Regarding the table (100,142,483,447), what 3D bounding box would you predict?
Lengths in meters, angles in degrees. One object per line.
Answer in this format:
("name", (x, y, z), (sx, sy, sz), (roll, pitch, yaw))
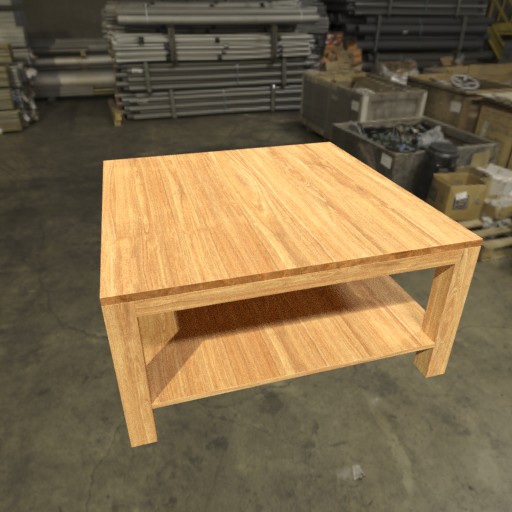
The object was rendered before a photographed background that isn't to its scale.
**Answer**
("table", (0.000, 0.000, 1.465), (0.900, 0.450, 0.900), (-8, 31, -14))
